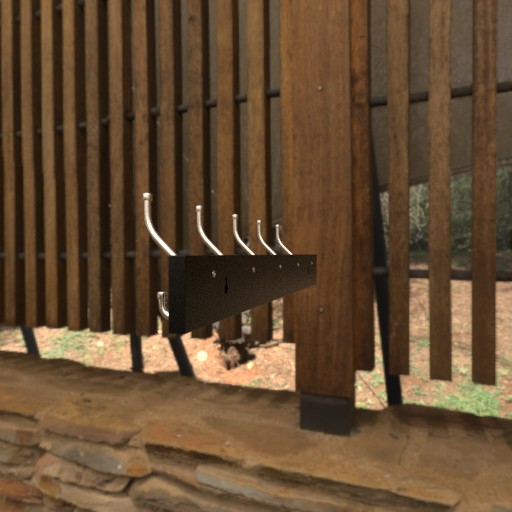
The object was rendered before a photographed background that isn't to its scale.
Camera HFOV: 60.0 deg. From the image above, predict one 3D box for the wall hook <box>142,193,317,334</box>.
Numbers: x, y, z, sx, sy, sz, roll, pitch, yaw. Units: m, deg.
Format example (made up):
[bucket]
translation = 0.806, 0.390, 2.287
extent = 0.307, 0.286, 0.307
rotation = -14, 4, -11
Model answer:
[wall hook]
translation = 0.000, 0.000, 0.616
extent = 0.071, 0.117, 0.571
rotation = 0, 0, 18
